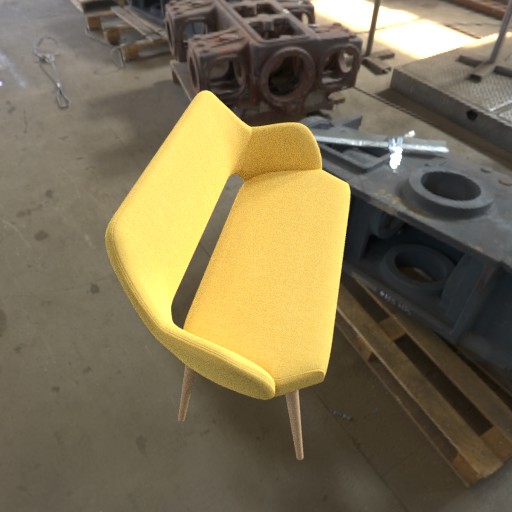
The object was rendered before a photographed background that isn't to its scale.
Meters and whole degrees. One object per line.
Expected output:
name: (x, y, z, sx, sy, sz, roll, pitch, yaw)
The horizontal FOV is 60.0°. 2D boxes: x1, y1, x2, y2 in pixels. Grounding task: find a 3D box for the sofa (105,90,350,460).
sofa: (0.000, 0.000, 1.604, 0.610, 0.840, 1.150, 9, 47, 9)
